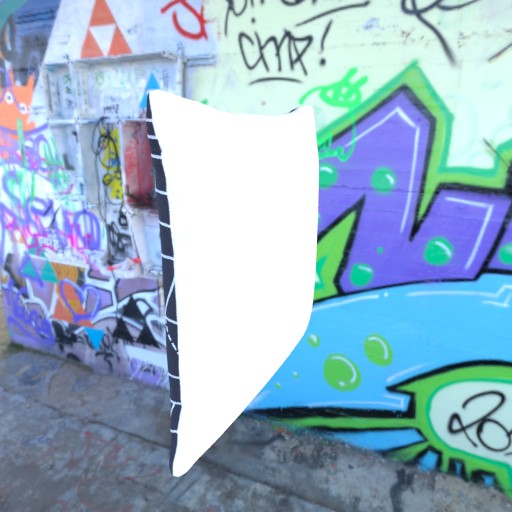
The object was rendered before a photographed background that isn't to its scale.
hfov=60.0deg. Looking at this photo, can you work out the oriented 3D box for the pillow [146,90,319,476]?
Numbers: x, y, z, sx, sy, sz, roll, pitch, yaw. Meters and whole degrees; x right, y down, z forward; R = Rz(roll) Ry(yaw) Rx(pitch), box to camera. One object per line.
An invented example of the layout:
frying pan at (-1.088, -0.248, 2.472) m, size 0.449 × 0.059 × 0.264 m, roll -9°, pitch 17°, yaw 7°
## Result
pillow at (0.000, 0.000, 0.761) m, size 0.158 × 0.508 × 0.517 m, roll 8°, pitch 18°, yaw 24°
